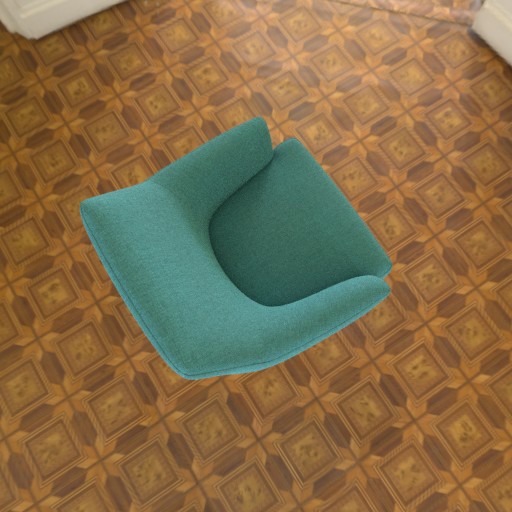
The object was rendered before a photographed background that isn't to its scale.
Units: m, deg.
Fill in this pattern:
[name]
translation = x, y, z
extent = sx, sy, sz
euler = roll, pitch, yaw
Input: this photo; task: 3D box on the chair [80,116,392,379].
[chair]
translation = 0.000, 0.000, 1.353
extent = 0.677, 0.874, 0.642
euler = -33, 78, -8
